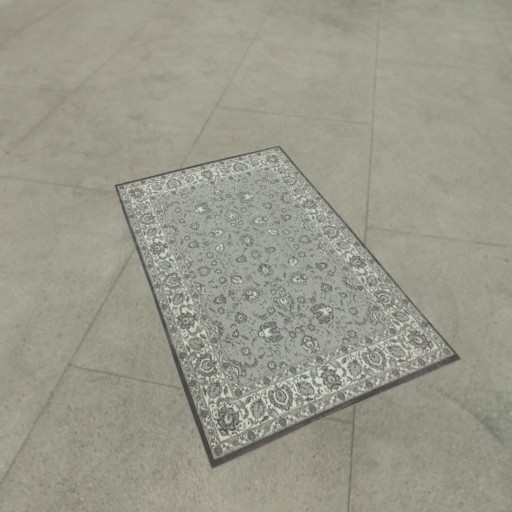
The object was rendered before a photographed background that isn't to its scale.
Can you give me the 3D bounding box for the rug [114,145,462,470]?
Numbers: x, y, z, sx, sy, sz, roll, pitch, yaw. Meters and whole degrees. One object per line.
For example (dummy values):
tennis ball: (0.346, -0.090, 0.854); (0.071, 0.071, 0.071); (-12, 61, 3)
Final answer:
rug: (0.000, 0.000, 3.097); (1.524, 0.011, 2.438); (-17, 48, -16)
